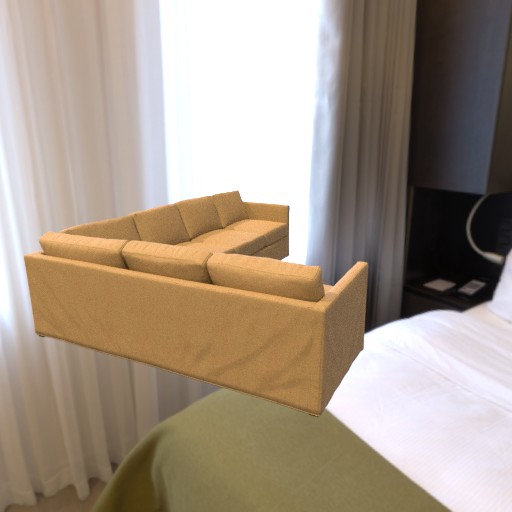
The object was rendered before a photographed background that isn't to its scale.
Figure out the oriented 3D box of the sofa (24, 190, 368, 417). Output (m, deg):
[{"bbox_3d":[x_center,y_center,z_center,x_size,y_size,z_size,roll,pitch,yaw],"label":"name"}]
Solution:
[{"bbox_3d":[0.000,0.000,4.299,2.432,0.871,3.182,8,18,25],"label":"sofa"}]
